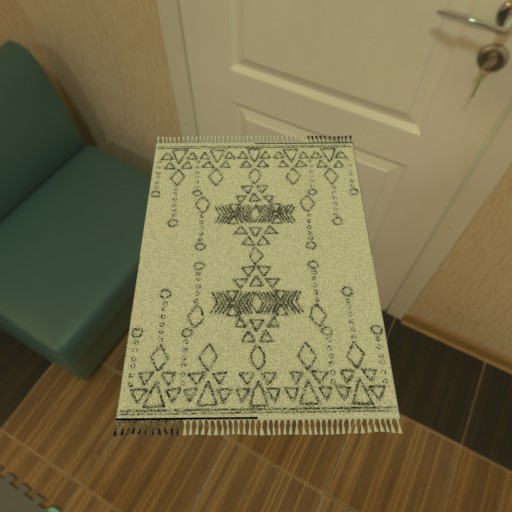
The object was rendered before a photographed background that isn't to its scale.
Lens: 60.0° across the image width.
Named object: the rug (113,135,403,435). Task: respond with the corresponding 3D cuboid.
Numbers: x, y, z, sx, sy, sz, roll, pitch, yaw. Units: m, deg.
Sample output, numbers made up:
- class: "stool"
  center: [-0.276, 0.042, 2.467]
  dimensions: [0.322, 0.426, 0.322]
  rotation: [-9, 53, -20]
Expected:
- class: "rug"
  center: [0.000, 0.000, 3.045]
  dimensions: [1.600, 0.013, 2.312]
  rotation: [0, 59, 0]
